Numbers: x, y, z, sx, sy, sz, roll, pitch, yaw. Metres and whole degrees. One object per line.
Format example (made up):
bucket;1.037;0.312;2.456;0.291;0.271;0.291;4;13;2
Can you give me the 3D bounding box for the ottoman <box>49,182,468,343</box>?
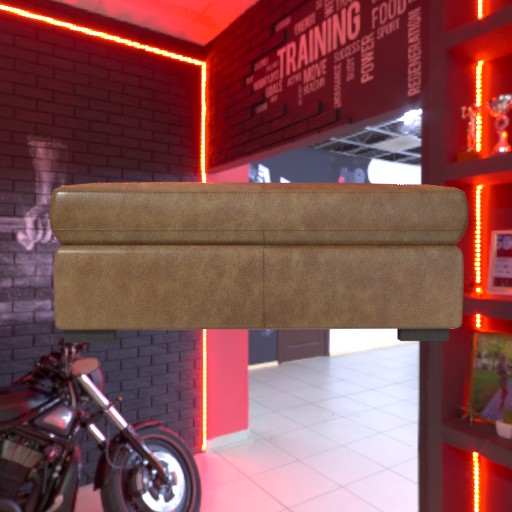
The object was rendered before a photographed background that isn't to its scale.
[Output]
ottoman;0.000;0.000;1.796;1.168;0.483;1.169;0;0;-1
